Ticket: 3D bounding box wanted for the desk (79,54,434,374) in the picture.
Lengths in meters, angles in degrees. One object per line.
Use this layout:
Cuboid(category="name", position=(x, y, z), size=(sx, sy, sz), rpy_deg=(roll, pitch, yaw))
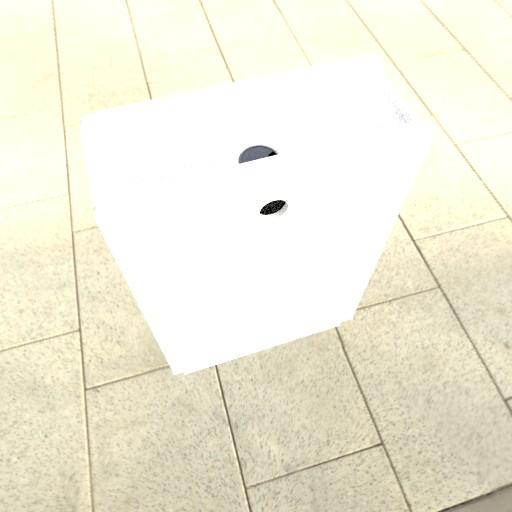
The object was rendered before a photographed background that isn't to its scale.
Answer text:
Cuboid(category="desk", position=(0.000, 0.000, 1.518), size=(0.795, 1.190, 0.278), rpy_deg=(-16, 59, -10))
